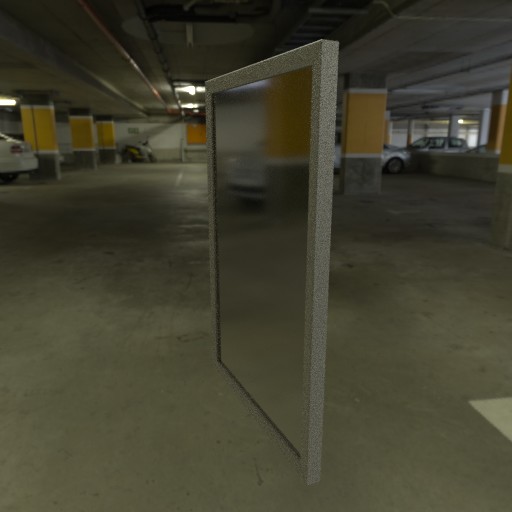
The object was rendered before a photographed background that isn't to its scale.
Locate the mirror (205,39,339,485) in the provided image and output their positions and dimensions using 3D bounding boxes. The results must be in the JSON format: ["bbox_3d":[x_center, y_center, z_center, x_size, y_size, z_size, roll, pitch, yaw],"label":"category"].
[{"bbox_3d":[0.000,0.000,1.151,0.041,0.914,0.609,-7,16,-25],"label":"mirror"}]
